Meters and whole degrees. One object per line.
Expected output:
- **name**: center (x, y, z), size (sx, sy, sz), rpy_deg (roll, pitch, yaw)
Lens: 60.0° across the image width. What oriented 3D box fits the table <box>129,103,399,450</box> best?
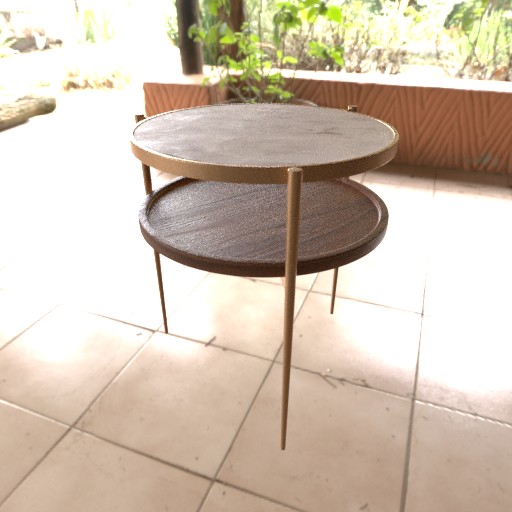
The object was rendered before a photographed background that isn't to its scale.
- **table**: center (0.000, 0.000, 0.839), size (0.456, 0.493, 0.430), rpy_deg (10, 31, 17)
